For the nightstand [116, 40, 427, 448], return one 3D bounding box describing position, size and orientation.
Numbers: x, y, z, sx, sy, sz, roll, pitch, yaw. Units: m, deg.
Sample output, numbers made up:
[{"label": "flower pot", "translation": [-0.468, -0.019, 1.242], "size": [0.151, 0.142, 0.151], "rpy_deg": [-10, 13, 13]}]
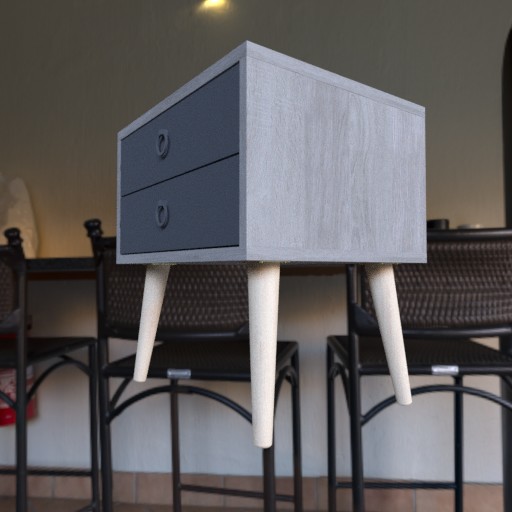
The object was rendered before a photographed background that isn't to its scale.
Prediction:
[{"label": "nightstand", "translation": [0.000, 0.000, 0.812], "size": [0.380, 0.500, 0.450], "rpy_deg": [1, -2, -36]}]
